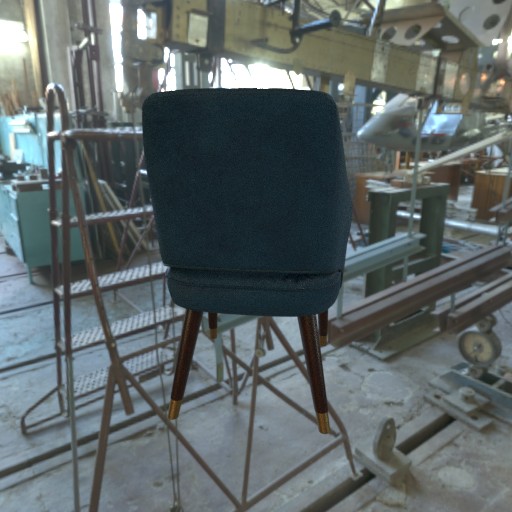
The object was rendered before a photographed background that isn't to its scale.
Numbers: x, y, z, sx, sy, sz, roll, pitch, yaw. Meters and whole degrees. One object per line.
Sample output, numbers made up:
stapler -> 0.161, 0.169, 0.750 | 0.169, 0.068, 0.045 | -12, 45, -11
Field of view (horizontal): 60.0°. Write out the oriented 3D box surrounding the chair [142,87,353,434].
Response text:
chair -> 0.000, 0.000, 1.587 | 0.683, 1.081, 0.794 | 2, 17, 8
